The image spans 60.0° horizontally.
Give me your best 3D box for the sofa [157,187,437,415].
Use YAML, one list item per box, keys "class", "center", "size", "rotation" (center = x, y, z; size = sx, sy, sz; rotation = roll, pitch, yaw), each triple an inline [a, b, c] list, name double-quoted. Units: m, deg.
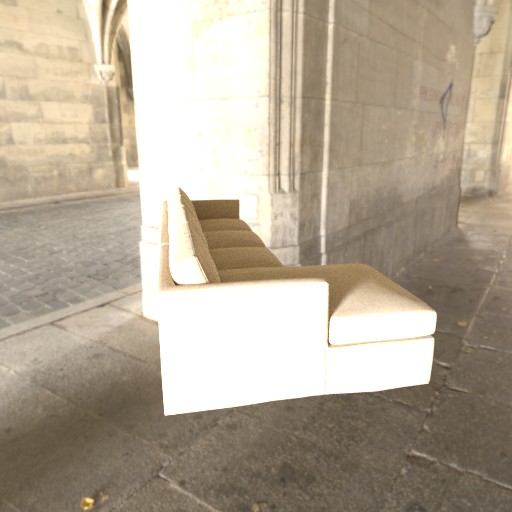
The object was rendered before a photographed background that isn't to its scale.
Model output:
- class: "sofa"
  center: [0.000, 0.000, 3.938]
  size: [1.650, 0.922, 3.205]
  rotation: [-3, 16, -11]
